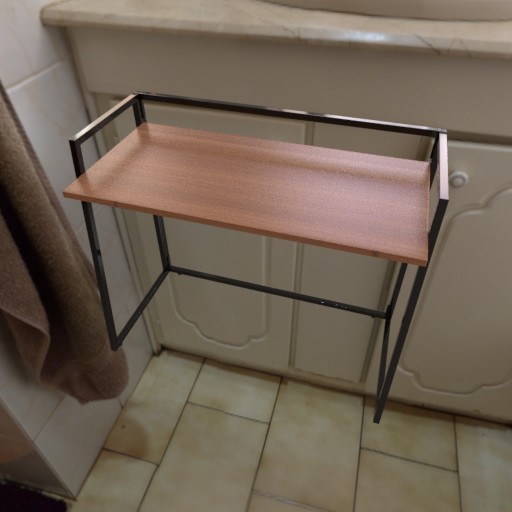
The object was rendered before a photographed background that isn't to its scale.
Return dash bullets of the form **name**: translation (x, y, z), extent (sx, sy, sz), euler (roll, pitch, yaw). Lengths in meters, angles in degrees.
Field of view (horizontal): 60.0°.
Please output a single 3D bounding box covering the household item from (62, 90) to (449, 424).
- **household item**: translation (0.000, 0.000, 1.549), extent (1.050, 0.860, 0.510), euler (12, 42, 13)
